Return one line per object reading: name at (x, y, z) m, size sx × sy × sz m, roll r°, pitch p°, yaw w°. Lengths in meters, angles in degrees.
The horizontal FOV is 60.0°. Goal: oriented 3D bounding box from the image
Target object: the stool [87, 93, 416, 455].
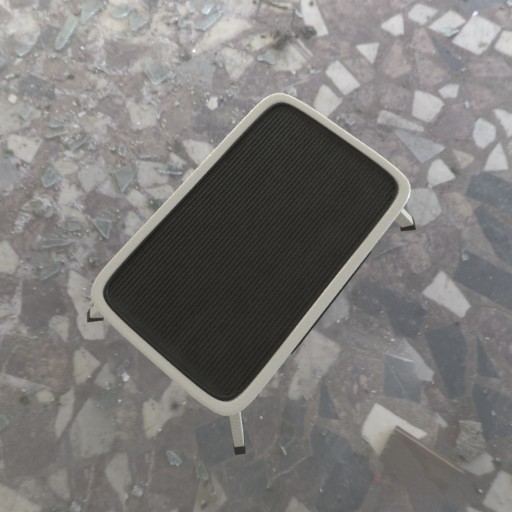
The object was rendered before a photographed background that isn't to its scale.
stool at (0.000, 0.000, 0.629) m, size 0.320 × 0.170 × 0.460 m, roll 38°, pitch 78°, yaw 10°
